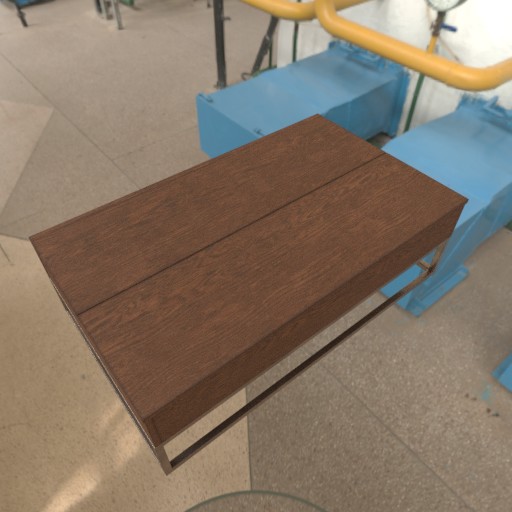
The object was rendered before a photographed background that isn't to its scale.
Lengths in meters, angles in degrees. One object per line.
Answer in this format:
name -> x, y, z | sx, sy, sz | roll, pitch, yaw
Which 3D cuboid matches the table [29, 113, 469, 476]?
table -> 0.000, 0.000, 1.492 | 1.167, 0.361, 0.719 | -30, 53, -25
